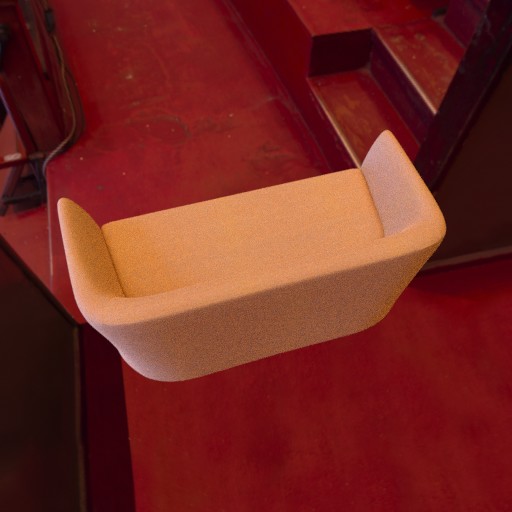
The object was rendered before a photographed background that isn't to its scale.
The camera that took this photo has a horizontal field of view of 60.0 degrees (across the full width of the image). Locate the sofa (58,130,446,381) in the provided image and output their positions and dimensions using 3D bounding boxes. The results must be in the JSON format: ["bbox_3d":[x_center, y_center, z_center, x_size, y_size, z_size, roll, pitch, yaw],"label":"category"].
[{"bbox_3d":[0.000,0.000,1.875,1.452,0.721,0.705,-14,58,-9],"label":"sofa"}]
